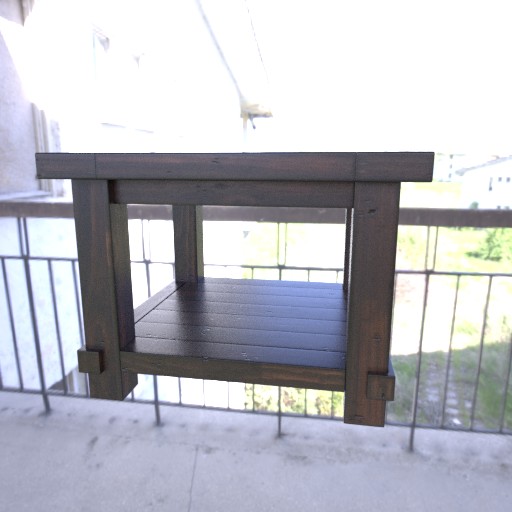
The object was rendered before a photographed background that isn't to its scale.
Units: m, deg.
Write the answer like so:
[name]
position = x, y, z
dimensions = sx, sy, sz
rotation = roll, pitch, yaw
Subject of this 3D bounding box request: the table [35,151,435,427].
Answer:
[table]
position = 0.000, 0.000, 0.976
dimensions = 0.593, 0.437, 0.606
rotation = 2, 13, 10
